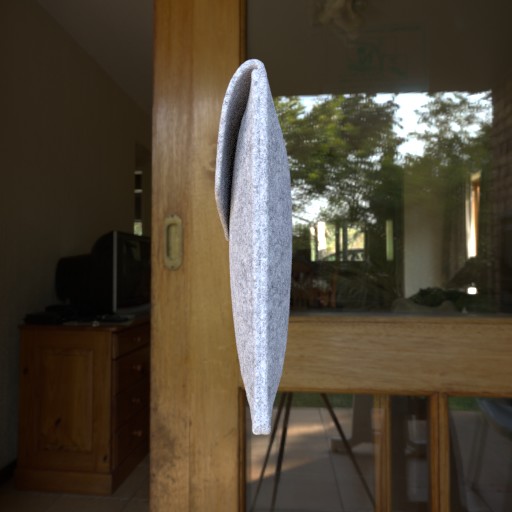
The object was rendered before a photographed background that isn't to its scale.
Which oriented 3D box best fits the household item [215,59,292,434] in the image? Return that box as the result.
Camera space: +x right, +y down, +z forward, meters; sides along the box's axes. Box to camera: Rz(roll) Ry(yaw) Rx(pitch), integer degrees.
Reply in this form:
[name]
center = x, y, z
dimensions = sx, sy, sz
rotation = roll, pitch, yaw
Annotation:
[household item]
center = 0.000, 0.000, 0.423
dimensions = 0.057, 0.221, 0.335
rotation = 0, -2, 0
